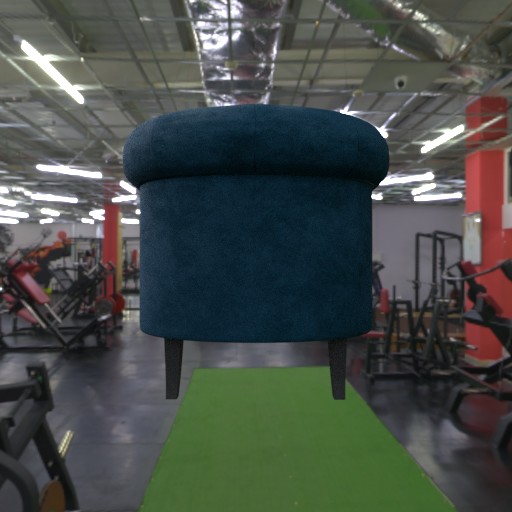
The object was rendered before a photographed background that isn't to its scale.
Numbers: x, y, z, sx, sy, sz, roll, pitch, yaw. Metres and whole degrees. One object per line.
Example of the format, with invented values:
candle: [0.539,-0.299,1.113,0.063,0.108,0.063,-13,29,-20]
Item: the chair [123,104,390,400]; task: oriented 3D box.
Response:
chair: [0.000,0.000,1.552,0.904,0.826,0.851,0,0,0]
